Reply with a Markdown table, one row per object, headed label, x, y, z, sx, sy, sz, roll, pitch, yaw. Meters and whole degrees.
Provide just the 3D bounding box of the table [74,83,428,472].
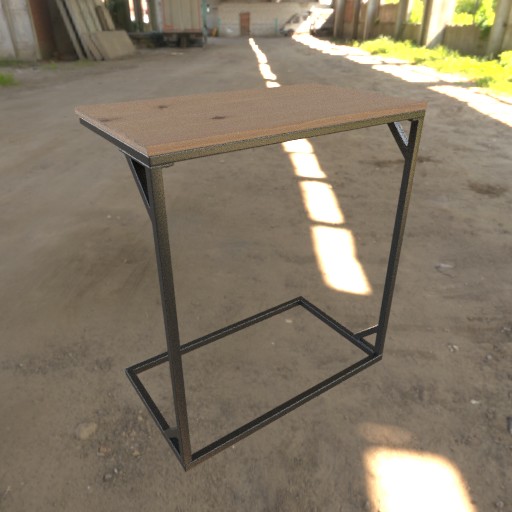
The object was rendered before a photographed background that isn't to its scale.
| label | x | y | z | sx | sy | sz | roll | pitch | yaw |
| --- | --- | --- | --- | --- | --- | --- | --- | --- | --- |
| table | 0.000 | 0.000 | 1.025 | 0.597 | 0.673 | 0.351 | -18 | 34 | -30 |
